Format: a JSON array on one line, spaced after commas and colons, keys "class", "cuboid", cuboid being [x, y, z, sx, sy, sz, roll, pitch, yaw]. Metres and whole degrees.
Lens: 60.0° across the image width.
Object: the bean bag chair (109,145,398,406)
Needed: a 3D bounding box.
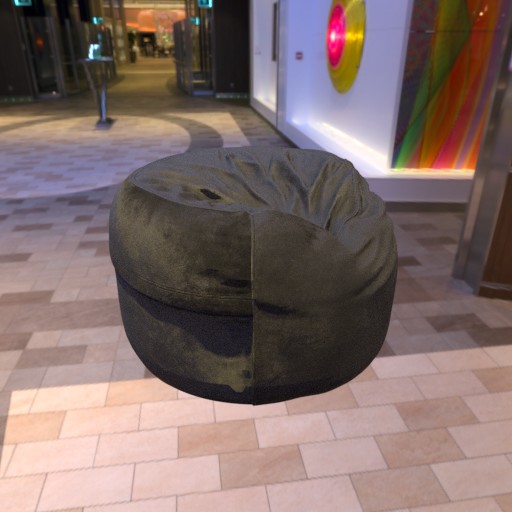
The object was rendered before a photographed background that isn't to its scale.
[{"class": "bean bag chair", "cuboid": [0.000, 0.000, 1.492, 0.918, 0.605, 0.918, 0, 26, 0]}]
